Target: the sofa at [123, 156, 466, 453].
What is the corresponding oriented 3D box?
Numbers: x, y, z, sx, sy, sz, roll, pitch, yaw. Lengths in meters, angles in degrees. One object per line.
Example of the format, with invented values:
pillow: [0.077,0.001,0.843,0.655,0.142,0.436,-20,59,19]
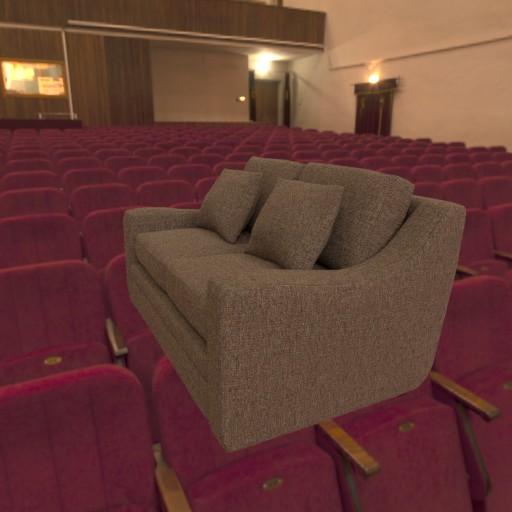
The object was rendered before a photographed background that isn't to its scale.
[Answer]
sofa: [0.000,0.000,2.421,1.120,0.991,1.778,-8,18,-25]
